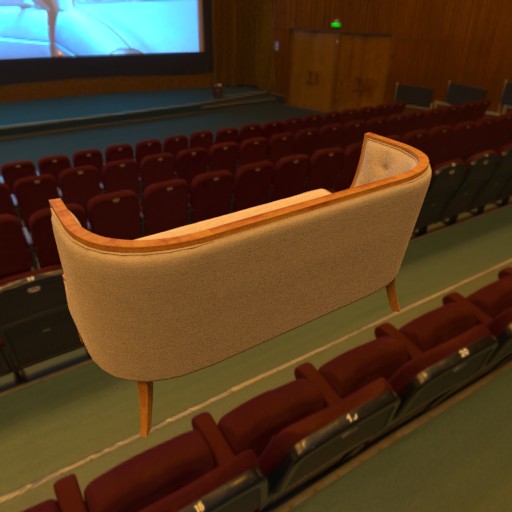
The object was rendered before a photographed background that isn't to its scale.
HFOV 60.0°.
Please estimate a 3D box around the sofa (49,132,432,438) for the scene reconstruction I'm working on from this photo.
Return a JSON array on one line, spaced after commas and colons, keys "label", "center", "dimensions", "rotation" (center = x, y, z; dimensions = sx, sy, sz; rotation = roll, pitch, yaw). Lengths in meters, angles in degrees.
[{"label": "sofa", "center": [0.000, 0.000, 1.885], "dimensions": [1.474, 0.775, 0.770], "rotation": [-19, 36, -28]}]
